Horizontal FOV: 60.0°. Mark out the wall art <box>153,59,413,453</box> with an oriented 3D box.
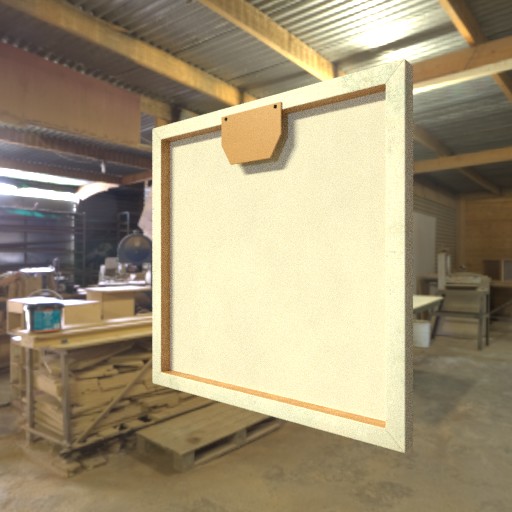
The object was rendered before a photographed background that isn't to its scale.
[{"bbox_3d":[0.000,0.000,0.877,0.605,0.605,0.044,0,0,38],"label":"wall art"}]
